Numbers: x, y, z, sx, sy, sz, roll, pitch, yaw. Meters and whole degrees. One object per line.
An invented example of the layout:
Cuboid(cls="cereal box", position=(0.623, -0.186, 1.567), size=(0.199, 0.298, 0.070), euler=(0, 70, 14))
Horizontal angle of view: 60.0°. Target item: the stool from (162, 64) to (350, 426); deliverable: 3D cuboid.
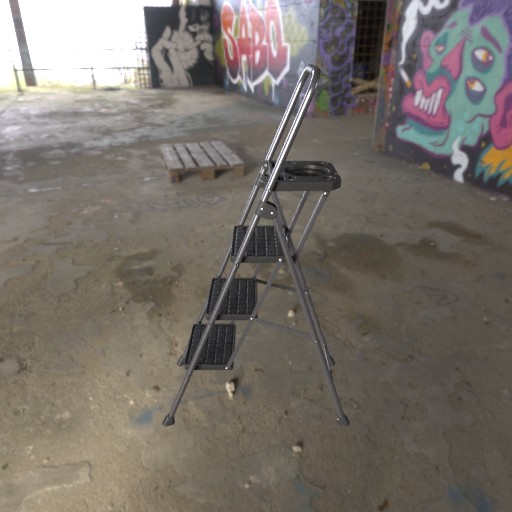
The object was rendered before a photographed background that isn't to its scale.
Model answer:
Cuboid(cls="stool", position=(0.000, 0.000, 1.615), size=(0.733, 1.277, 0.396), euler=(0, 26, 0))
